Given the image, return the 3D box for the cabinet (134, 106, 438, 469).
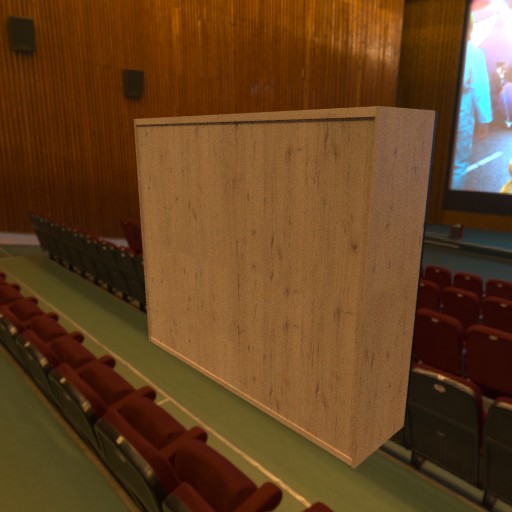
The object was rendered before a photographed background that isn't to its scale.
[{"bbox_3d":[0.000,0.000,3.616,0.660,2.180,2.500,-14,20,-42],"label":"cabinet"}]
